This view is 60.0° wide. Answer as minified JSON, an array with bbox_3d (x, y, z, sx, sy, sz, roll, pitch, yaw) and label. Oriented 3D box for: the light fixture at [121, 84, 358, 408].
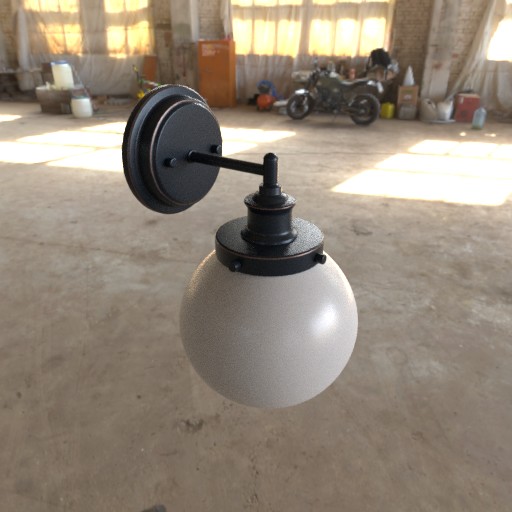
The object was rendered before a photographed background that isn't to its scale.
[{"bbox_3d":[0.000,0.000,0.475,0.230,0.332,0.197,17,31,31],"label":"light fixture"}]
